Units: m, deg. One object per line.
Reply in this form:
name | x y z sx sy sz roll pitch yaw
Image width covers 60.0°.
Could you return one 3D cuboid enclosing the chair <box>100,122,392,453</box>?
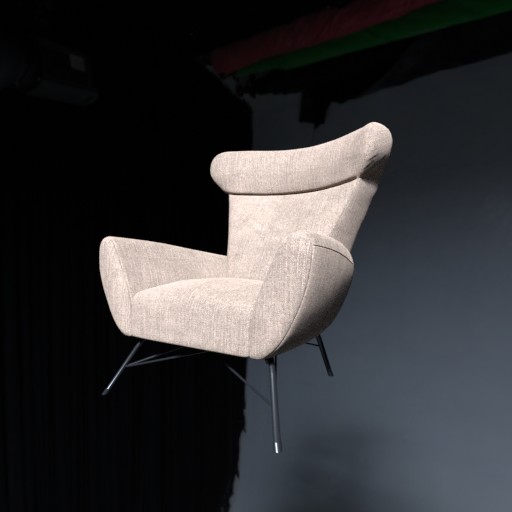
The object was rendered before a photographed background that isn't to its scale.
chair | 0.000 0.000 1.786 0.980 1.040 0.900 0 1 37
